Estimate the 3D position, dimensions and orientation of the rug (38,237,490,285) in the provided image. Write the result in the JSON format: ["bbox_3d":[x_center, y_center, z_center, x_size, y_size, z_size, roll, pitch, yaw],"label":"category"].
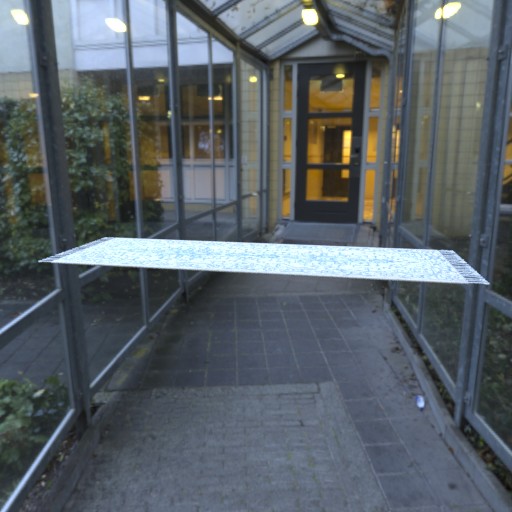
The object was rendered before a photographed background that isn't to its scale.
[{"bbox_3d":[0.000,0.000,2.720,2.449,0.011,0.774,3,13,11],"label":"rug"}]
